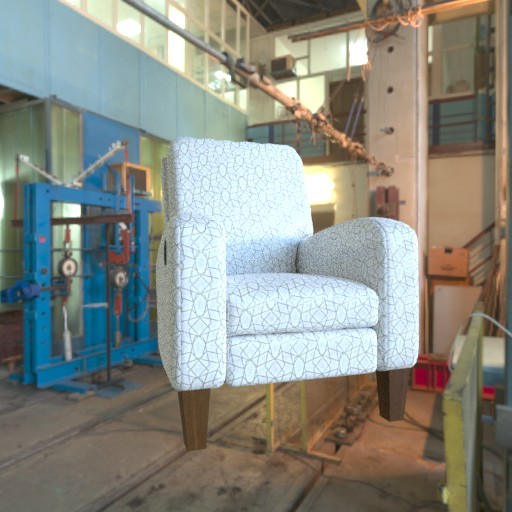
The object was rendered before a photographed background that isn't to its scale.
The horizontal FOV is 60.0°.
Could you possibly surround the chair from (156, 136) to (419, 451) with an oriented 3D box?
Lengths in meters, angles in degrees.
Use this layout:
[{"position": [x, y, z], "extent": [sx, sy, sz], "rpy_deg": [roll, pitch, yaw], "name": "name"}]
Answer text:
[{"position": [0.000, 0.000, 1.762], "extent": [0.796, 1.064, 0.995], "rpy_deg": [0, 1, -19], "name": "chair"}]
